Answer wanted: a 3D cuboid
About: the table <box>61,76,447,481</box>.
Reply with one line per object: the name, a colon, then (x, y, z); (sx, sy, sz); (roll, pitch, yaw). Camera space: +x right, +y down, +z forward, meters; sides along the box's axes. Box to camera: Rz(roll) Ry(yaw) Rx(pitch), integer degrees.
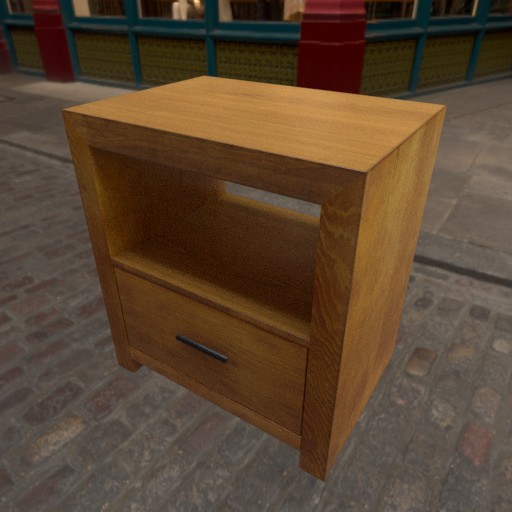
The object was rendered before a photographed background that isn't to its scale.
table: (0.000, 0.000, 0.929); (0.550, 0.605, 0.400); (19, 36, 28)
